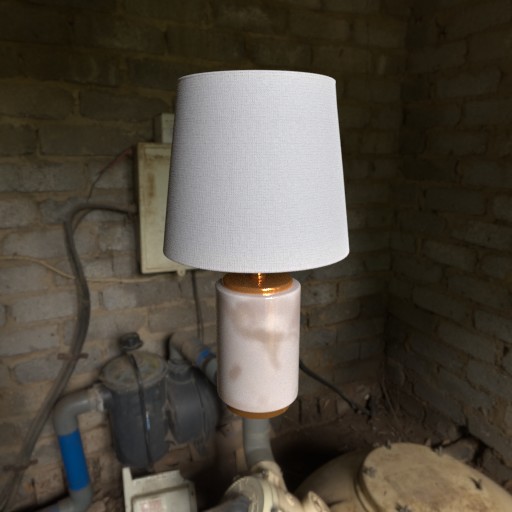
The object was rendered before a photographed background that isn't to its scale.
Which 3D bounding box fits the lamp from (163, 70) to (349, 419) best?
[{"bbox_3d":[0.000,0.000,0.463,0.189,0.340,0.189,0,14,0],"label":"lamp"}]
